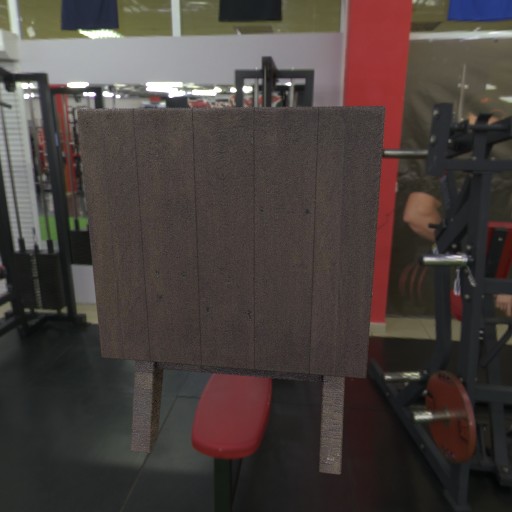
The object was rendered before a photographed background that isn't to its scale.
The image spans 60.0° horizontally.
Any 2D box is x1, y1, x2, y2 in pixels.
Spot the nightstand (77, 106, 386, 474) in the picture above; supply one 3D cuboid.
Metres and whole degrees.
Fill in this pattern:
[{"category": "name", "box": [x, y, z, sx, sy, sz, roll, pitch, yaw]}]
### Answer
[{"category": "nightstand", "box": [0.000, 0.000, 1.002, 0.450, 0.599, 0.650, 2, 15, 9]}]
